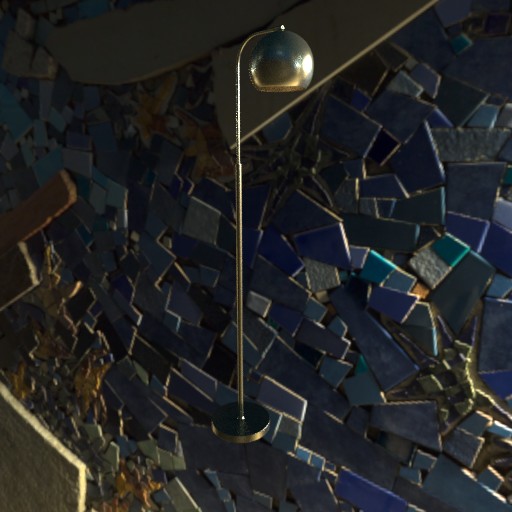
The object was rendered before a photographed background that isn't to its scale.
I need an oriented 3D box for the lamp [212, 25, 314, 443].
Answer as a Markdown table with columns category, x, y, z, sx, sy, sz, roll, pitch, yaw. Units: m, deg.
| category | x | y | z | sx | sy | sz | roll | pitch | yaw |
| --- | --- | --- | --- | --- | --- | --- | --- | --- | --- |
| lamp | 0.000 | 0.000 | 1.649 | 0.431 | 1.526 | 0.250 | 14 | 20 | 43 |
